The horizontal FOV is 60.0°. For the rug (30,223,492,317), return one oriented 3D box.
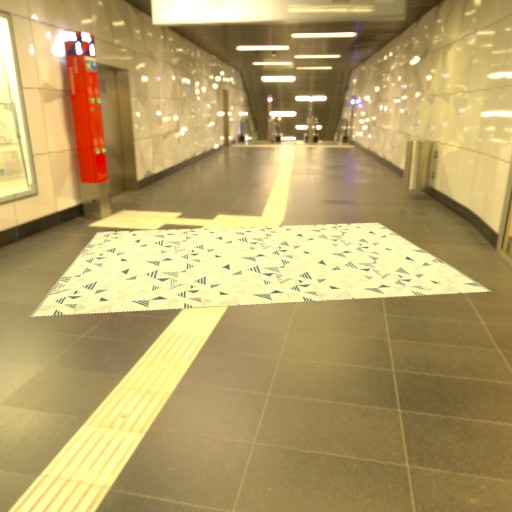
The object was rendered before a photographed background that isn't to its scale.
[{"bbox_3d":[0.000,0.000,2.300,1.835,0.003,1.206,-2,18,-7],"label":"rug"}]
